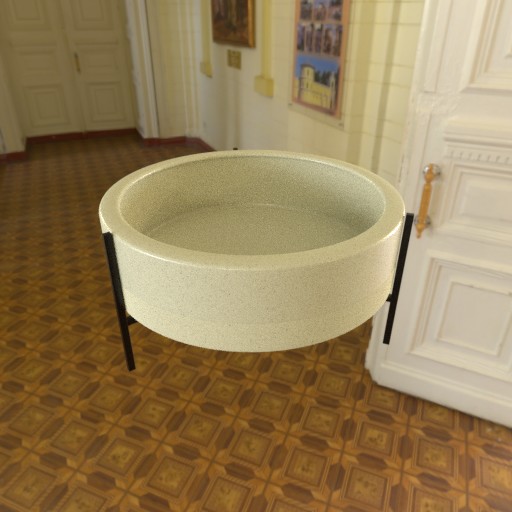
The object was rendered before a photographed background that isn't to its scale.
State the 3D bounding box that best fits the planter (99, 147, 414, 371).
[{"bbox_3d":[0.000,0.000,0.545,0.345,0.171,0.336,11,32,19],"label":"planter"}]
